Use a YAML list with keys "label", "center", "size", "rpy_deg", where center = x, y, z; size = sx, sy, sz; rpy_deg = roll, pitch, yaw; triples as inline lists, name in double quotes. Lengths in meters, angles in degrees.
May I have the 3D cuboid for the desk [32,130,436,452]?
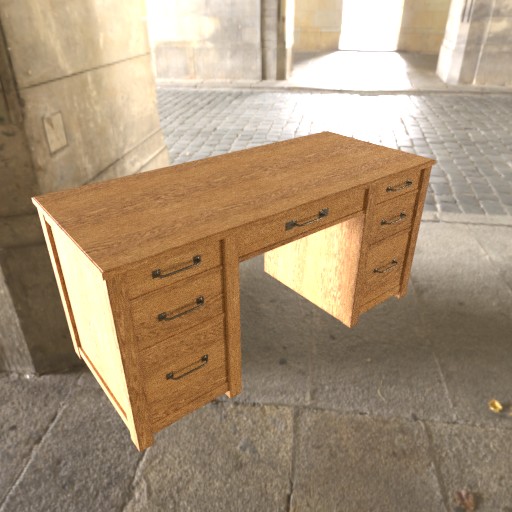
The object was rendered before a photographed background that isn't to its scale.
- label: "desk"
  center: [0.000, 0.000, 2.008]
  size: [1.567, 0.751, 0.685]
  rpy_deg: [-22, 36, -33]
